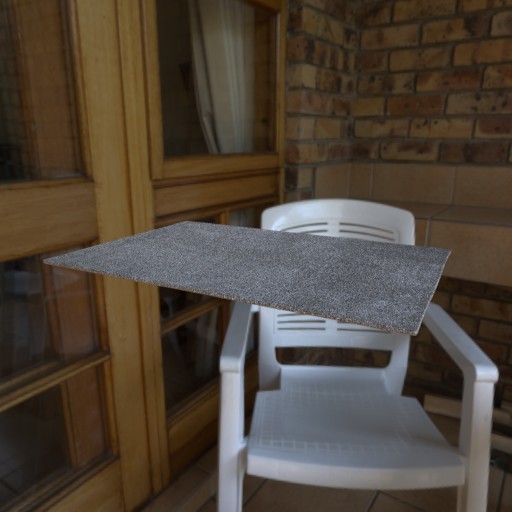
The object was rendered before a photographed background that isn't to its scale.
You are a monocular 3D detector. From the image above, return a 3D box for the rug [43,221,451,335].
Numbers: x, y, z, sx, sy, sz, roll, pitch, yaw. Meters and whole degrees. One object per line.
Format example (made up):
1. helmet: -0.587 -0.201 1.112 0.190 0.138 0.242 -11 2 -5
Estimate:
1. rug: 0.000 0.000 3.504 2.699 0.026 1.802 8 17 27
